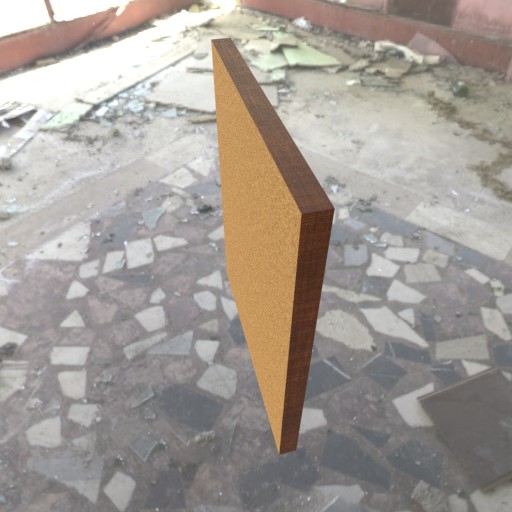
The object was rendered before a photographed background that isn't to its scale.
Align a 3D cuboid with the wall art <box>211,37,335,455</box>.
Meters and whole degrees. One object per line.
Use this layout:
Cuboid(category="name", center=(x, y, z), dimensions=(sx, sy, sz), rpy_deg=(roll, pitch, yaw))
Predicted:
Cuboid(category="wall art", center=(0.000, 0.000, 0.774), dimensions=(0.033, 0.567, 0.467), rpy_deg=(-10, 46, -10))
